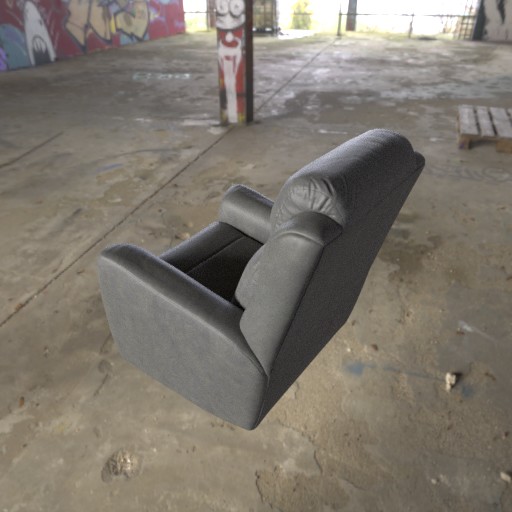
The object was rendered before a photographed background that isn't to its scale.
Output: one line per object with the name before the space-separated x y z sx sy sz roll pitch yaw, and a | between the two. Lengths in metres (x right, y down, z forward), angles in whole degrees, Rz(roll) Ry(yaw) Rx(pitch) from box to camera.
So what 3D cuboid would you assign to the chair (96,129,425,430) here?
chair | 0.000 0.000 1.936 1.068 1.116 0.967 21 37 30
